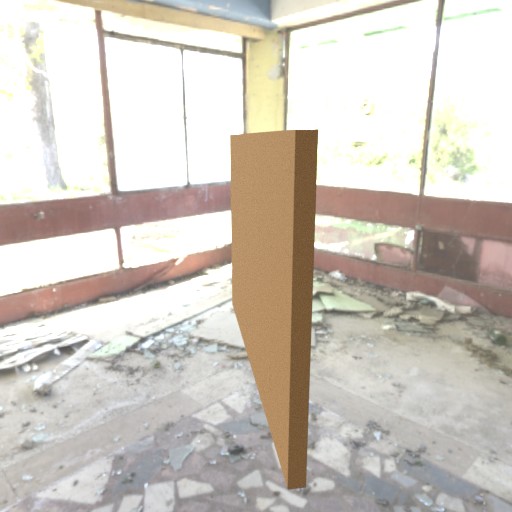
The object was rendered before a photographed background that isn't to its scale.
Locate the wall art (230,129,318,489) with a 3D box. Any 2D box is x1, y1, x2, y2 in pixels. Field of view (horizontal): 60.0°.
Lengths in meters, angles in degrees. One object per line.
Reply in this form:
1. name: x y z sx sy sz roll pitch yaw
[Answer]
1. wall art: 0.000 0.000 1.139 0.033 0.608 0.915 -2 15 -9
